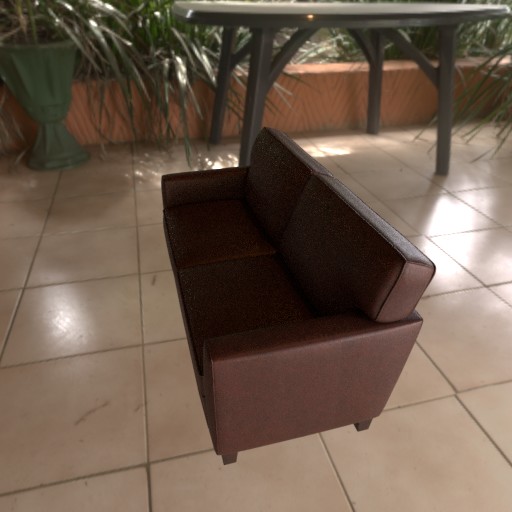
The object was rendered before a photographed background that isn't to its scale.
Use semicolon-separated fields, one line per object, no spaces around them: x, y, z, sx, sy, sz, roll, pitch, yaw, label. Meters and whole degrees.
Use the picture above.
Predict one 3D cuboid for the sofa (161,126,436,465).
0.000;0.000;2.435;0.912;0.928;1.876;-8;32;-13;sofa
